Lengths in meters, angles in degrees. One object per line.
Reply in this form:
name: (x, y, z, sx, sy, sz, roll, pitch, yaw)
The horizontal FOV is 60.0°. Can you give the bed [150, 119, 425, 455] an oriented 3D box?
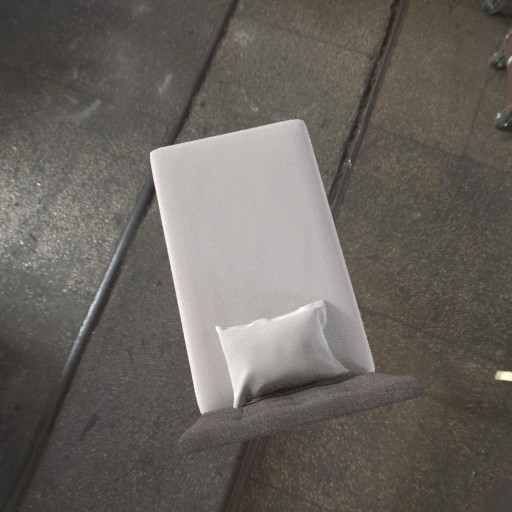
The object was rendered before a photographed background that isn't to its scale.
bed: (0.000, 0.000, 2.954, 1.261, 1.571, 1.997, -13, 77, -3)
